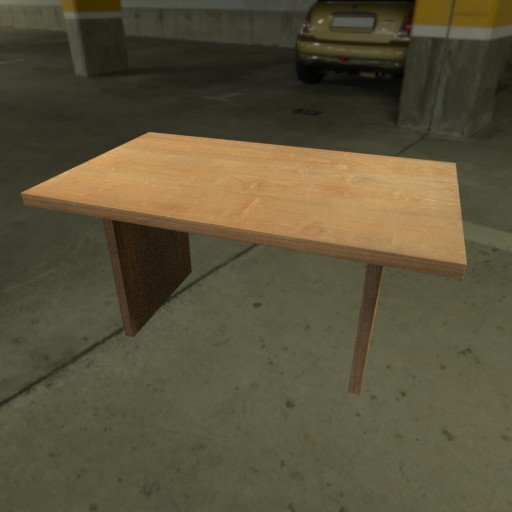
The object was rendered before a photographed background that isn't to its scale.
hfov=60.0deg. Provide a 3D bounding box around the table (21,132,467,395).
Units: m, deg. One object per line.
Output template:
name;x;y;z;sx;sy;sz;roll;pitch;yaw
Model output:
table;0.000;0.000;2.076;1.609;0.780;0.946;10;32;17
